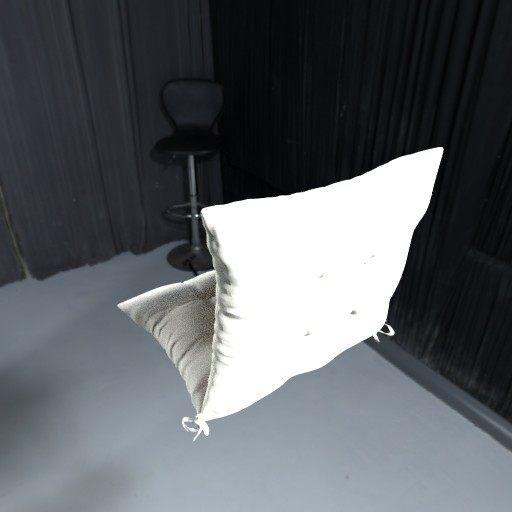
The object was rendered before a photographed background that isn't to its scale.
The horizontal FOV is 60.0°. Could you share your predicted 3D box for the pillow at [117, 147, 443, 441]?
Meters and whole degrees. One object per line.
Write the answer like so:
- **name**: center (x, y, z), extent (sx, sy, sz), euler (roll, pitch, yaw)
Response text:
- **pillow**: center (0.000, 0.000, 0.997), extent (0.541, 0.536, 0.585), euler (-19, 35, -29)
